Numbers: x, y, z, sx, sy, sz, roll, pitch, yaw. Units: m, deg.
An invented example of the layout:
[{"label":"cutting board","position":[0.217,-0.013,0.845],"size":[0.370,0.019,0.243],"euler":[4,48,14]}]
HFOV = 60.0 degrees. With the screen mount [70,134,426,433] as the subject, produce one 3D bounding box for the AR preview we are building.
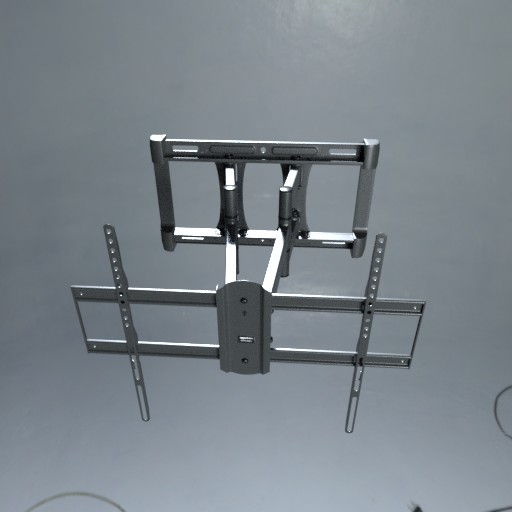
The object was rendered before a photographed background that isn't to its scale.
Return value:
[{"label":"screen mount","position":[0.000,0.000,1.115],"size":[0.661,0.491,0.644],"euler":[2,31,3]}]
